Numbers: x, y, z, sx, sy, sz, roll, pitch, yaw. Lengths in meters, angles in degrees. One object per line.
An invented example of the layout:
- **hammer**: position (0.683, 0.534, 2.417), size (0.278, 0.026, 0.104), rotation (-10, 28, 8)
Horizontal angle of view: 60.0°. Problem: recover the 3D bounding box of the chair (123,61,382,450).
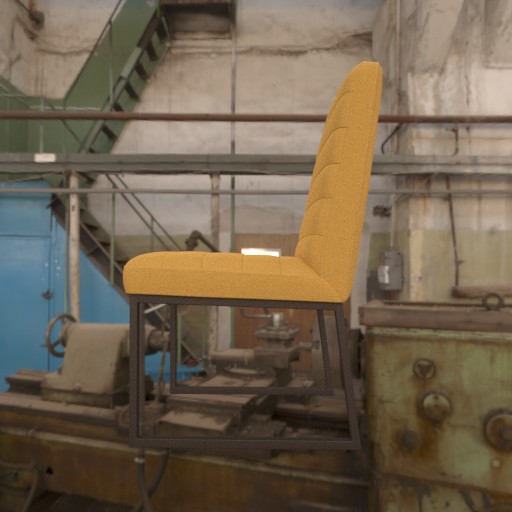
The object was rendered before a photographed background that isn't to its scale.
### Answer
- **chair**: position (0.000, 0.000, 1.296), size (0.634, 0.930, 0.520), rotation (0, -1, 2)
